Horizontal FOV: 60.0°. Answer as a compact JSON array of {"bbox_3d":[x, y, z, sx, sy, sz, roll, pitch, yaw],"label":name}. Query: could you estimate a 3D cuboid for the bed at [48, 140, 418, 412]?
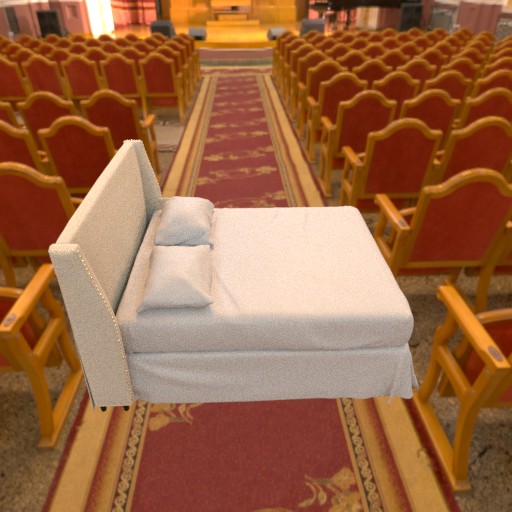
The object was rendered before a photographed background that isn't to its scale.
[{"bbox_3d":[0.000,0.000,3.494,2.276,1.332,1.925,-1,32,-2],"label":"bed"}]
